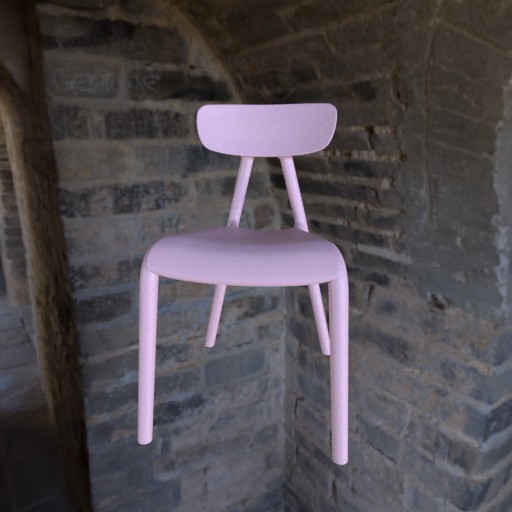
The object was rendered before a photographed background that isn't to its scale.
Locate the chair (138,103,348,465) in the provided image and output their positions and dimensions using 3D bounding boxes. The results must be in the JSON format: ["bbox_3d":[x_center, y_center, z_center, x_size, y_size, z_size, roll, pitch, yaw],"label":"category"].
[{"bbox_3d":[0.000,0.000,0.852,0.356,0.580,0.401,2,15,8],"label":"chair"}]
